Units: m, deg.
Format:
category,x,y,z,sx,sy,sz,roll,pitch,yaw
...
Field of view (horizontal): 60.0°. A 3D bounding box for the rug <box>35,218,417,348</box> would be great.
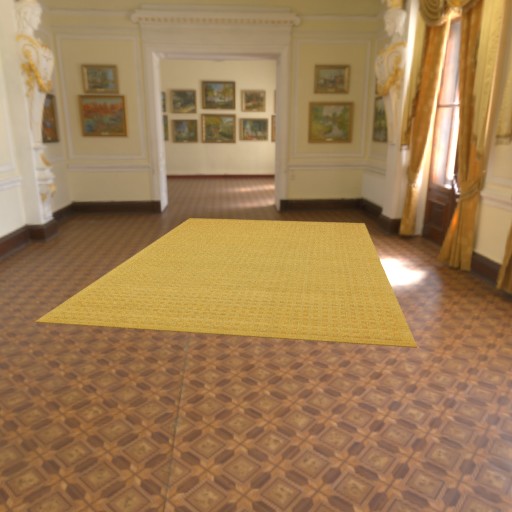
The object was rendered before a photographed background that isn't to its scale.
category,x,y,z,sx,sy,sz,roll,pitch,yaw
rug,0.000,0.000,3.628,1.981,0.006,2.895,2,16,8
